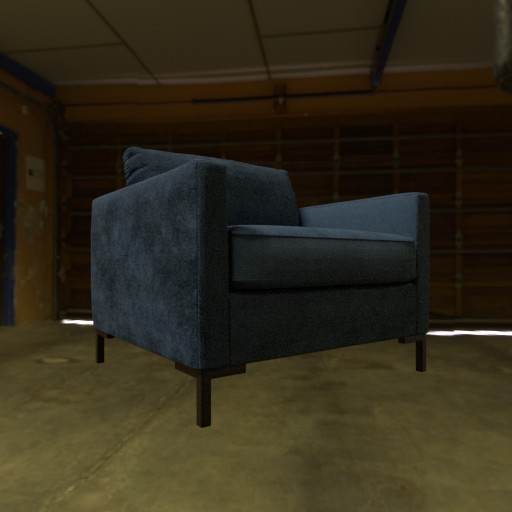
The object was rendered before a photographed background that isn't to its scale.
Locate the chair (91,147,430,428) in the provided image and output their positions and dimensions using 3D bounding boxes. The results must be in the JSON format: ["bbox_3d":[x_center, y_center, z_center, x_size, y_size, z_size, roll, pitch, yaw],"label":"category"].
[{"bbox_3d":[0.000,0.000,1.621,0.964,0.812,0.875,0,-1,-36],"label":"chair"}]
